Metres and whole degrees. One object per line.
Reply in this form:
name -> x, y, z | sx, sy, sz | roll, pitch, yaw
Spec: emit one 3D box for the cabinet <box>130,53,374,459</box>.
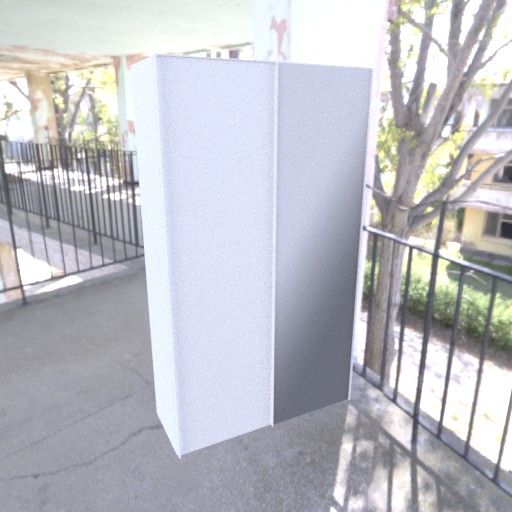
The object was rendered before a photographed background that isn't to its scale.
cabinet -> 0.000, 0.000, 2.726 | 1.250, 2.160, 0.480 | -9, 19, -26
